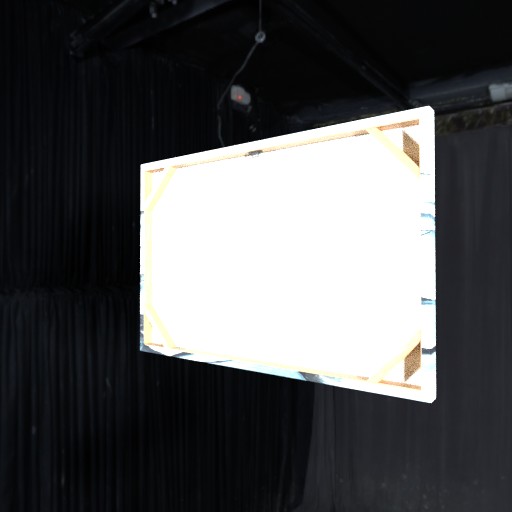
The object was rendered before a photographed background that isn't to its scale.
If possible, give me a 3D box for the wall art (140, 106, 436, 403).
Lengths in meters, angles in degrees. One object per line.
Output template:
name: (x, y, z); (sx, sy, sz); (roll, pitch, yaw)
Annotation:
wall art: (0.000, 0.000, 1.193); (0.914, 0.609, 0.039); (-1, -1, 36)
